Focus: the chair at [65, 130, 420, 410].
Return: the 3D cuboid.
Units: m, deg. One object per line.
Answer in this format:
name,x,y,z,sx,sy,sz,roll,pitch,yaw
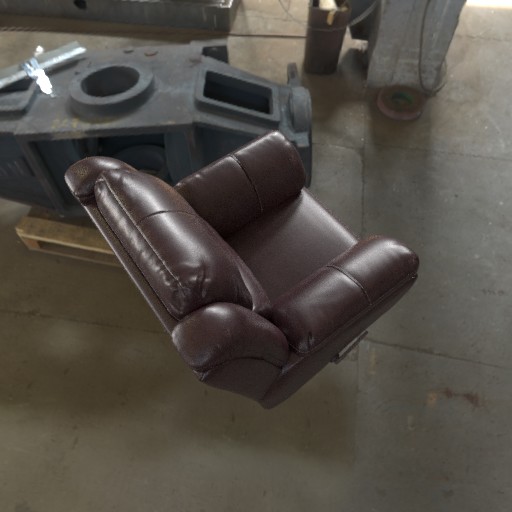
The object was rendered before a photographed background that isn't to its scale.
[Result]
chair,0.000,0.000,1.885,1.041,1.093,0.990,-31,62,-19
